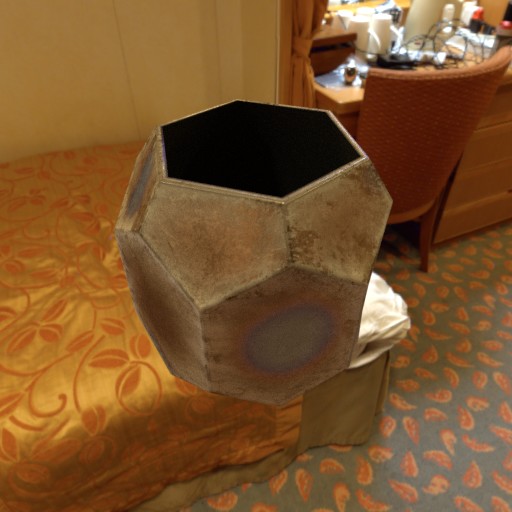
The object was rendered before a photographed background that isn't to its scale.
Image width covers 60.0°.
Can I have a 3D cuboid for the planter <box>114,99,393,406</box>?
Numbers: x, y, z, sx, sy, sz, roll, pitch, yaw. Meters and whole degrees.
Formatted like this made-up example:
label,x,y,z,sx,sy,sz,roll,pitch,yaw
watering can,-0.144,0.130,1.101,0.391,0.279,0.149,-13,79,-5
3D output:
label,x,y,z,sx,sy,sz,roll,pitch,yaw
planter,0.000,0.000,0.423,0.221,0.238,0.243,12,42,14
